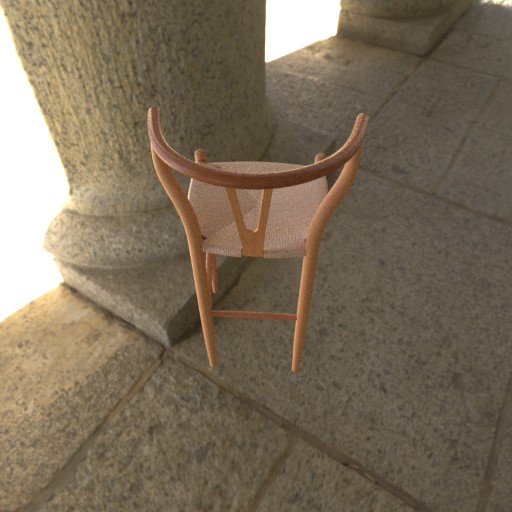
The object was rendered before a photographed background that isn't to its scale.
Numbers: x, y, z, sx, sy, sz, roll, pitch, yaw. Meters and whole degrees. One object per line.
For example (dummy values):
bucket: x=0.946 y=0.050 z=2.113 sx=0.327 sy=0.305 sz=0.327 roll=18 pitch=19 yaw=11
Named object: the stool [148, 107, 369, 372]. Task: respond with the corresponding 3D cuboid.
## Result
stool: x=0.000 y=0.000 z=1.447 sx=0.574 sy=1.068 sz=0.561 roll=2 pitch=48 yaw=2
